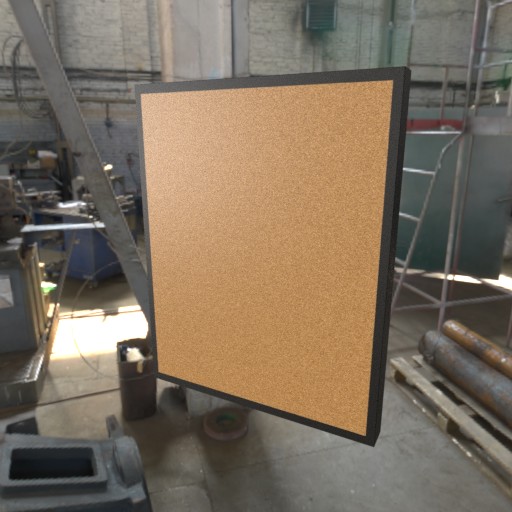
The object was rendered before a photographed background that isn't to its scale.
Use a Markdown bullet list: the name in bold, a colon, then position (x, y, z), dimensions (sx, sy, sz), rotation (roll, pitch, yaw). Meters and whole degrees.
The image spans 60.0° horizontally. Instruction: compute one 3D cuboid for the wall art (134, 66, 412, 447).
- **wall art**: position (0.000, 0.000, 0.493), dimensions (0.294, 0.369, 0.030), rotation (8, 17, 27)
